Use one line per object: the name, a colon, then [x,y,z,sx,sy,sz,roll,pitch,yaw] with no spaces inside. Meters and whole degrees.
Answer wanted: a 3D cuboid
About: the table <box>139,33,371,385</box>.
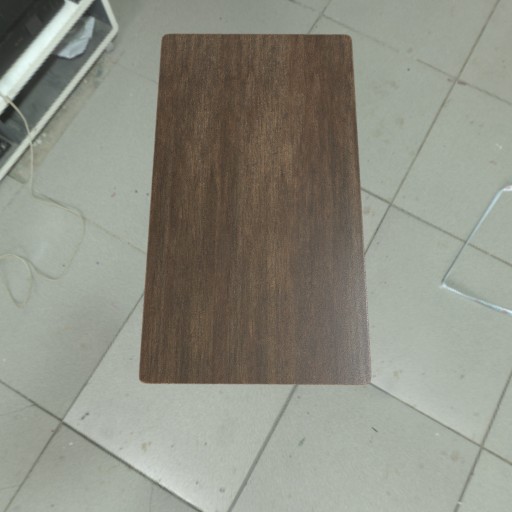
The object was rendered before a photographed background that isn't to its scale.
table: [0.000,0.000,0.845,0.254,0.637,0.450,0,76,0]
